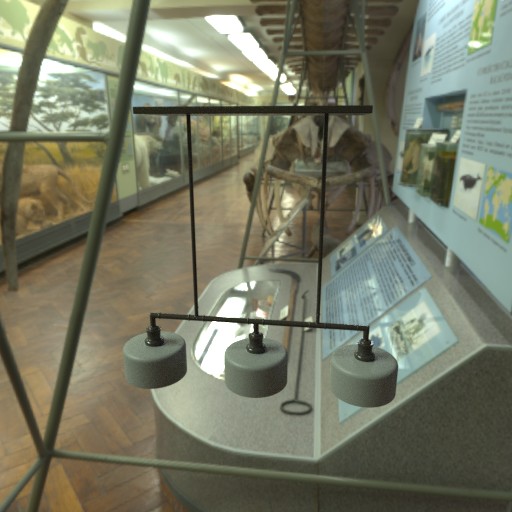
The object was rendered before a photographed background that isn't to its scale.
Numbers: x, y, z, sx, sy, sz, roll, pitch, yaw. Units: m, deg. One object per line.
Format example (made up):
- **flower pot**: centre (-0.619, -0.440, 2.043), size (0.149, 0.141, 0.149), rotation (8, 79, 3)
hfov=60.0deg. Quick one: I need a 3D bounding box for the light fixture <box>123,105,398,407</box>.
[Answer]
- **light fixture**: centre (0.000, 0.000, 0.878), size (0.582, 0.557, 0.177), rotation (2, 17, 8)
